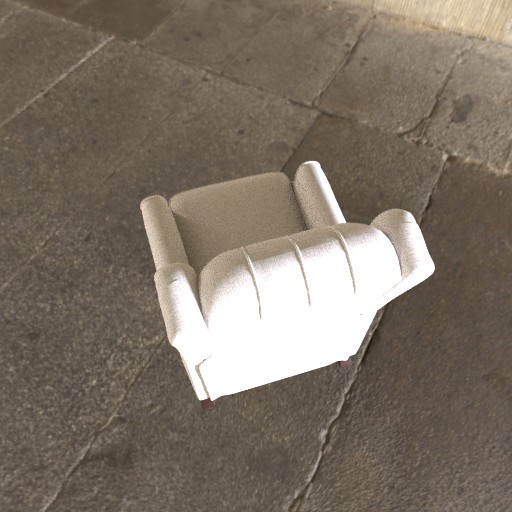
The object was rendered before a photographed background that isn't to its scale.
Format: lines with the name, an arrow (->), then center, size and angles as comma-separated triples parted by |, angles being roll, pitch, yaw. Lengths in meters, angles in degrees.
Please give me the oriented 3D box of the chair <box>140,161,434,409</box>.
chair -> 0.000, 0.000, 1.641 | 0.742, 1.035, 0.902 | -14, 58, -9
